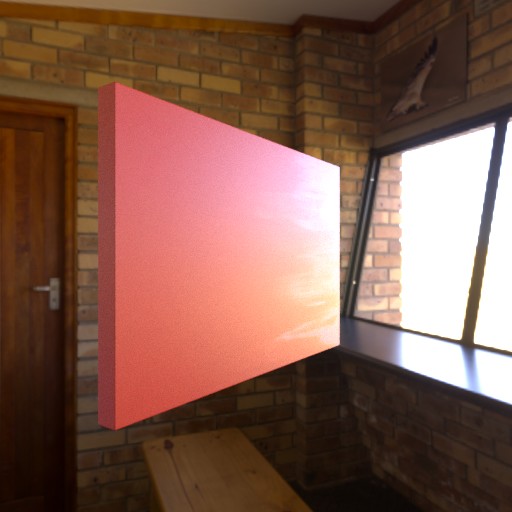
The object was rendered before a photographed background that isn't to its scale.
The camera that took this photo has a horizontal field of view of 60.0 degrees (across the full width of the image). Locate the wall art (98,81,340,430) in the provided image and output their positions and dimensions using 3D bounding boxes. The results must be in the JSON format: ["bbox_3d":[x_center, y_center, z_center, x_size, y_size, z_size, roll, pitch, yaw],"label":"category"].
[{"bbox_3d":[0.000,0.000,0.769,0.033,0.405,0.607,0,0,36],"label":"wall art"}]
